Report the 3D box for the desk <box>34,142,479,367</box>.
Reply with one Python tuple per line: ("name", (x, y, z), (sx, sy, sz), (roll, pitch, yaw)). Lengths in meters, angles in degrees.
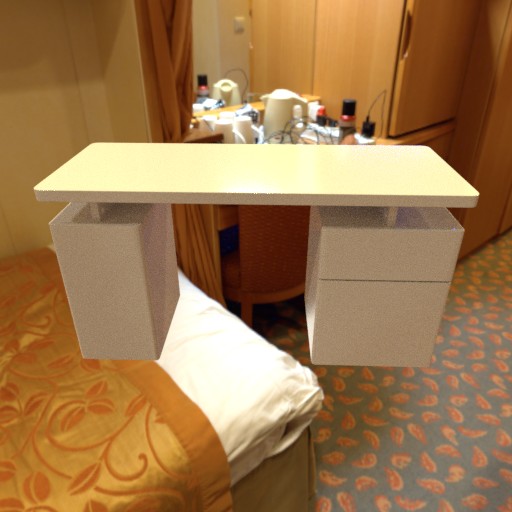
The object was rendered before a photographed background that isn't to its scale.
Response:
("desk", (0.000, 0.000, 1.798), (1.400, 0.762, 0.550), (1, 30, 2))
